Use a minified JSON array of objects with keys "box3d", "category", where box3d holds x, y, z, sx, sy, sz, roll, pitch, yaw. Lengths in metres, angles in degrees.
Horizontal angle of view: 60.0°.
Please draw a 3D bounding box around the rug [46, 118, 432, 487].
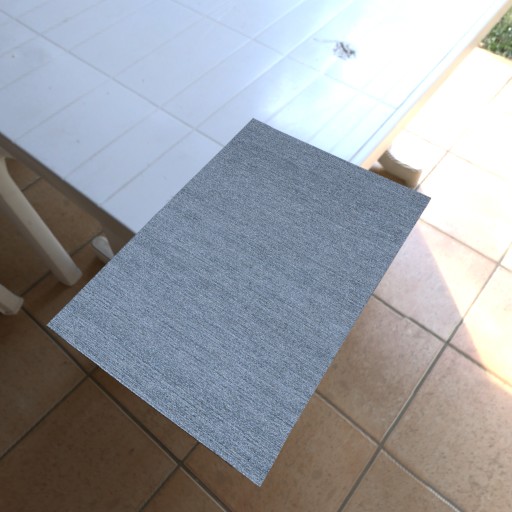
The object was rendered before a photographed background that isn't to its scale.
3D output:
[{"box3d":[0.000,0.000,3.050,1.616,0.030,2.338,30,62,17],"category":"rug"}]
